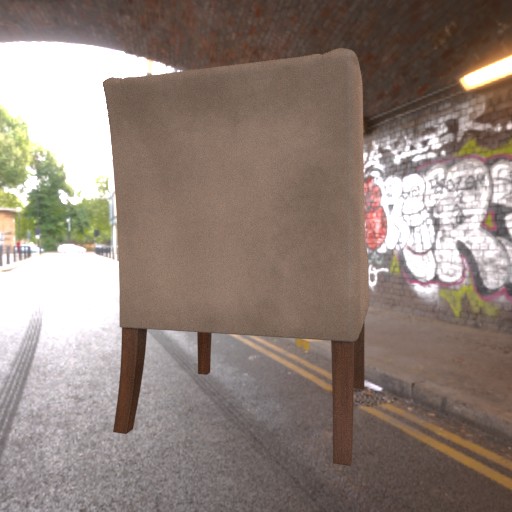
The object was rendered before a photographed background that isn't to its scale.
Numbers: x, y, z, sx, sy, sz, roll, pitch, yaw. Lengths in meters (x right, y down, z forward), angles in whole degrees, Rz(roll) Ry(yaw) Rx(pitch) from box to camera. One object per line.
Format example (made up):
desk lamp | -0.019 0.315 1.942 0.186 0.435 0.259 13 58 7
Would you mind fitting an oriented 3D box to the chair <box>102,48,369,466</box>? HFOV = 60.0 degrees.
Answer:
chair | 0.000 0.000 1.300 0.629 0.895 0.629 1 2 17
